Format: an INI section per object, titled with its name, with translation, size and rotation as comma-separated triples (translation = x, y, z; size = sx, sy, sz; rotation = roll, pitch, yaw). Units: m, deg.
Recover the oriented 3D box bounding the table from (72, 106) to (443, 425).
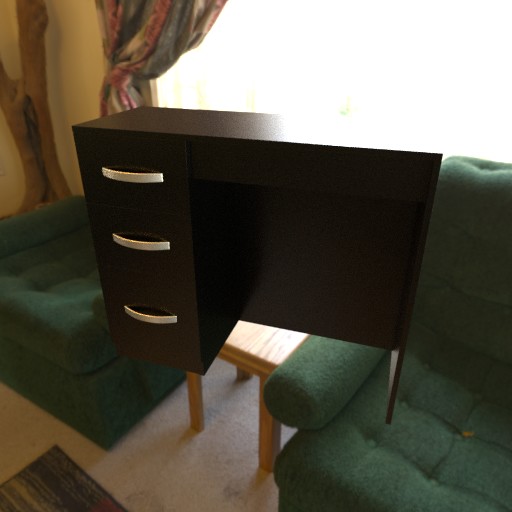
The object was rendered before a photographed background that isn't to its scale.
[table]
translation = 0.000, 0.000, 1.371
size = 0.930, 0.790, 0.380
rotation = 9, 28, 16
